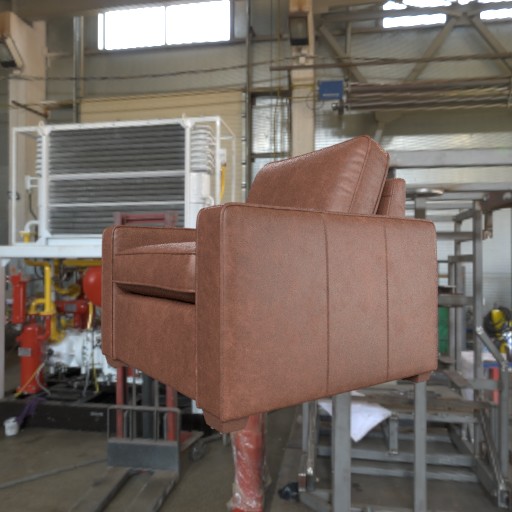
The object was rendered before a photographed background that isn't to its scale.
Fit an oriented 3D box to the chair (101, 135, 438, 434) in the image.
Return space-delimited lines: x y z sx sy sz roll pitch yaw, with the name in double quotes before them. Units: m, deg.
"chair" 0.000 0.000 1.747 0.940 0.919 1.017 1 -1 -35
